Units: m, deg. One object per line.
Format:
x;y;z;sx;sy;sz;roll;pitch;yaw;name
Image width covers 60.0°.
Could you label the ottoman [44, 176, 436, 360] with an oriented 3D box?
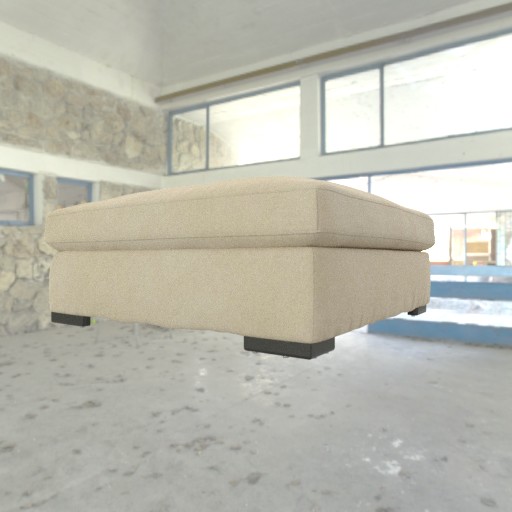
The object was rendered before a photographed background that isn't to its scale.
0.000;0.000;1.857;1.190;0.522;1.205;0;0;34;ottoman
